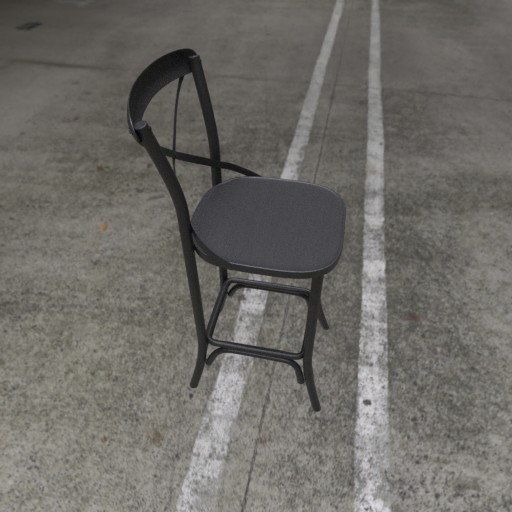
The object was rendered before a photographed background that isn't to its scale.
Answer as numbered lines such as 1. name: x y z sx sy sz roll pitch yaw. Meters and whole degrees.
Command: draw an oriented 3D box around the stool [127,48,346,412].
1. stool: 0.000 0.000 1.460 0.584 1.168 0.457 8 45 8
